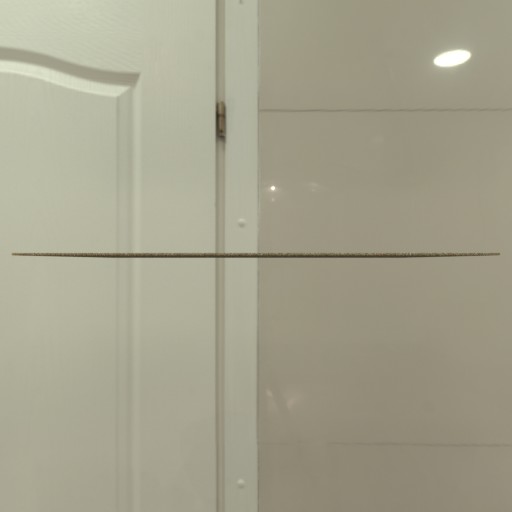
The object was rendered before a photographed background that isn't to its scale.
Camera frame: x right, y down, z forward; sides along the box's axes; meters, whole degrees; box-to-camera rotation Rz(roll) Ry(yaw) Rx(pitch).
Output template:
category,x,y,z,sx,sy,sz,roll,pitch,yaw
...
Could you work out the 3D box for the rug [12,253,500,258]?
category,x,y,z,sx,sy,sz,roll,pitch,yaw
rug,0.000,0.000,2.983,2.448,0.012,1.540,0,-1,0
